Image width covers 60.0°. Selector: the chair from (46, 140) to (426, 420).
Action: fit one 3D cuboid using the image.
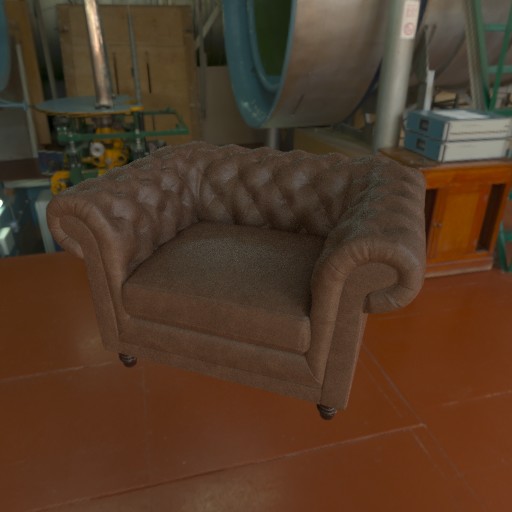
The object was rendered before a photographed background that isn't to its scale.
[{"bbox_3d":[0.000,0.000,1.889,1.298,0.784,0.954,9,28,17],"label":"chair"}]
